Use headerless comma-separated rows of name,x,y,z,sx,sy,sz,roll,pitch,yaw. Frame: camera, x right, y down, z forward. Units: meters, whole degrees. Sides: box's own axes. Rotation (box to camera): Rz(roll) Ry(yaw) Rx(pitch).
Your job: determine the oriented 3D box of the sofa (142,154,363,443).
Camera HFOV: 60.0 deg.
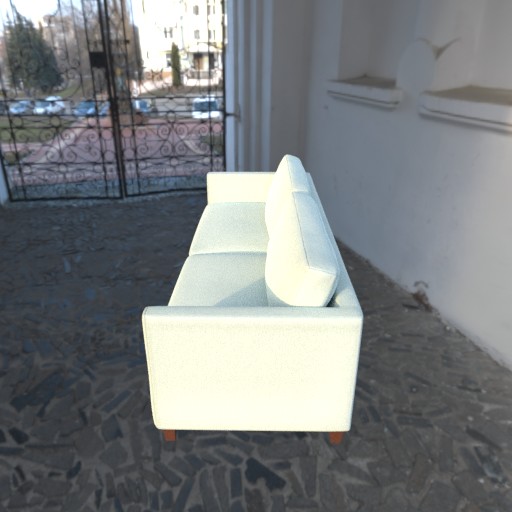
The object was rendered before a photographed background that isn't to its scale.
sofa,0.000,0.000,3.016,0.948,0.965,2.434,0,25,1
